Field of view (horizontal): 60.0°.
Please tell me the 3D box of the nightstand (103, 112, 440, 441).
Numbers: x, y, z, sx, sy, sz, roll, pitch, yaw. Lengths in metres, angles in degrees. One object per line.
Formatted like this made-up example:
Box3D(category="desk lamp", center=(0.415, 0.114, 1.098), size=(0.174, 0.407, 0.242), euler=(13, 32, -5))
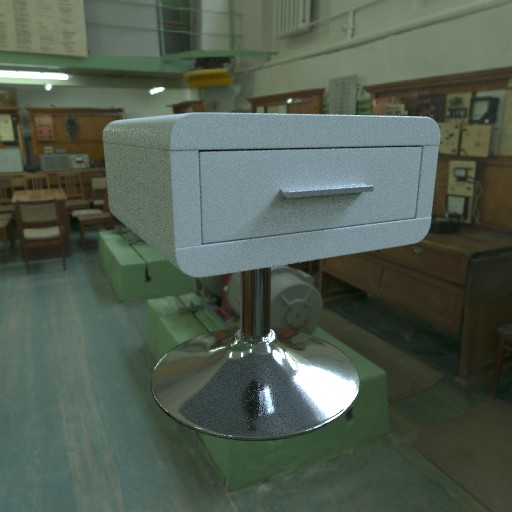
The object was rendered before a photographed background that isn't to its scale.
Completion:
Box3D(category="nightstand", center=(0.000, 0.000, 0.753), size=(0.399, 0.447, 0.404), euler=(-8, 18, -27))
